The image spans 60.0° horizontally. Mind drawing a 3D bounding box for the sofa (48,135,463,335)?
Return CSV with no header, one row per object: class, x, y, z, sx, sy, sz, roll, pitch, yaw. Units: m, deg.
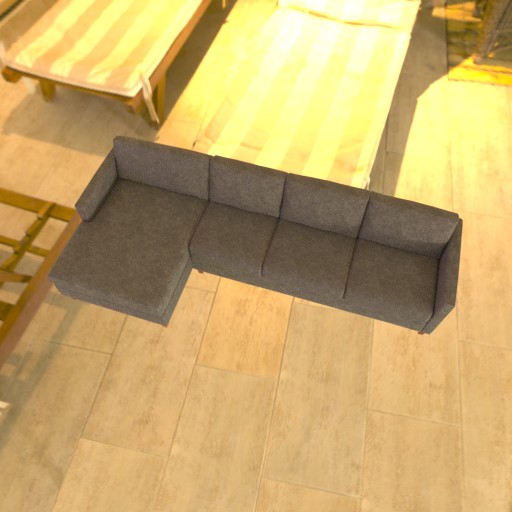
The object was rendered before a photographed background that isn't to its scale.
sofa,0.000,0.000,4.120,3.471,0.954,1.606,15,60,9
